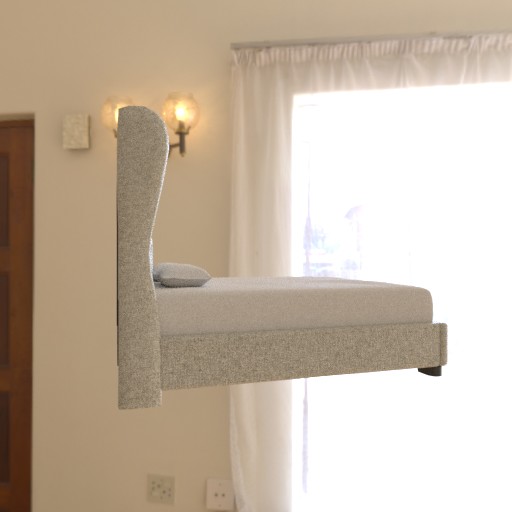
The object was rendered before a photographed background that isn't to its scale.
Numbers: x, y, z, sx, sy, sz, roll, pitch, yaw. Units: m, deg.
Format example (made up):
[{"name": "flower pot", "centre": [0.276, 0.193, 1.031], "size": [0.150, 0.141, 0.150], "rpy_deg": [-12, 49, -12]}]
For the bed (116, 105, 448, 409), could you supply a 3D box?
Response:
[{"name": "bed", "centre": [0.000, 0.000, 3.907], "size": [2.347, 1.771, 2.219], "rpy_deg": [0, 0, -18]}]
